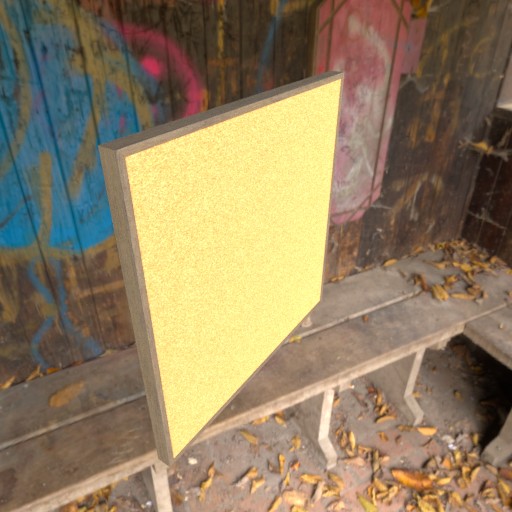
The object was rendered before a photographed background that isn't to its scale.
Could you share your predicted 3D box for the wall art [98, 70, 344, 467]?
[{"bbox_3d":[0.000,0.000,1.104,0.039,0.758,0.758,20,37,29],"label":"wall art"}]
